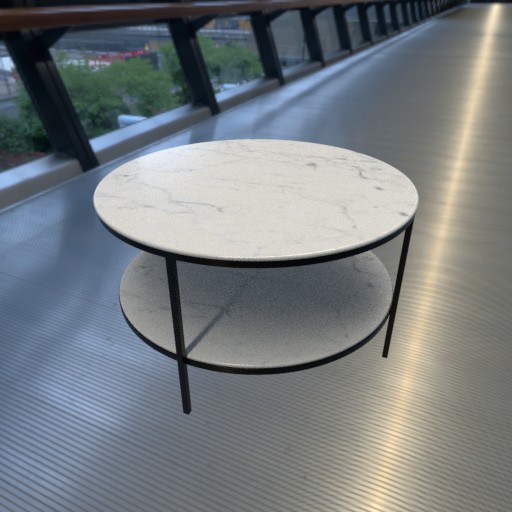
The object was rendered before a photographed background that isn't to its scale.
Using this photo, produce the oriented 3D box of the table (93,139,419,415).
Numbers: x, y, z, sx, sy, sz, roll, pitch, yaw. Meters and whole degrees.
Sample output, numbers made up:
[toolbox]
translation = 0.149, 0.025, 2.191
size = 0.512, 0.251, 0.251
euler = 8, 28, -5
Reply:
[table]
translation = 0.000, 0.000, 1.253
size = 0.800, 0.450, 0.800
euler = 0, 30, 0
